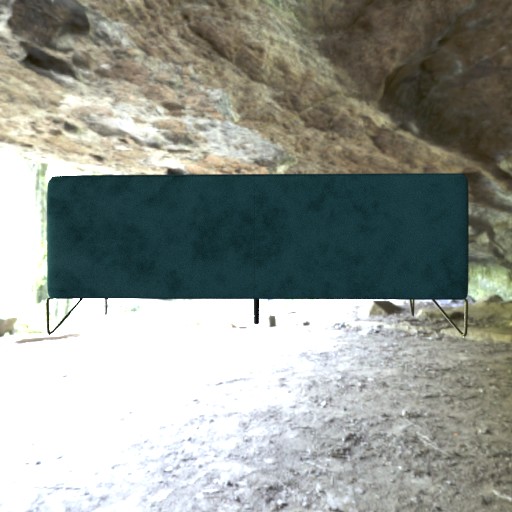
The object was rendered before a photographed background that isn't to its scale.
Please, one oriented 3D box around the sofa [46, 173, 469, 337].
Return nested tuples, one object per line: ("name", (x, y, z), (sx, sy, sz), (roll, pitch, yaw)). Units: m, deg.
("sofa", (0.000, 0.000, 2.556), (2.087, 0.789, 0.867), (0, -1, 1))
